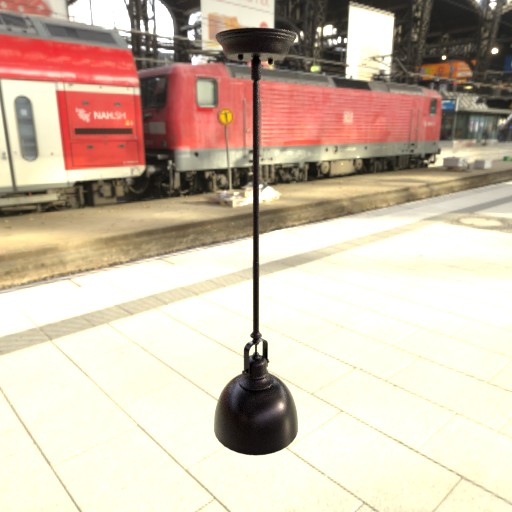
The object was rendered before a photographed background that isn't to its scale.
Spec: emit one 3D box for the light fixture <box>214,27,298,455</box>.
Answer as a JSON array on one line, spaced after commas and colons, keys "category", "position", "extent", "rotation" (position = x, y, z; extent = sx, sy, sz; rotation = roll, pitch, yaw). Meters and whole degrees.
[{"category": "light fixture", "position": [0.000, 0.000, 0.851], "extent": [0.182, 0.768, 0.182], "rotation": [-15, 22, -42]}]
